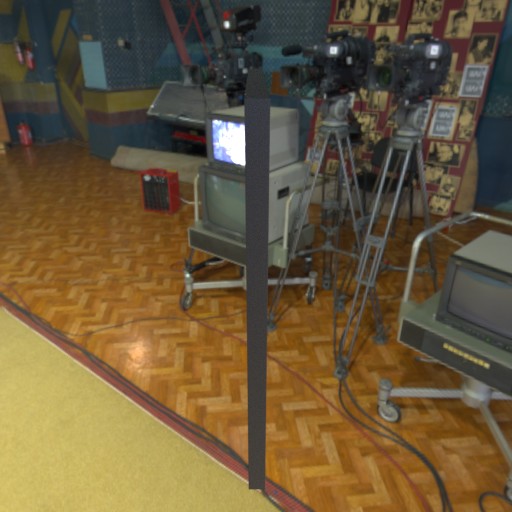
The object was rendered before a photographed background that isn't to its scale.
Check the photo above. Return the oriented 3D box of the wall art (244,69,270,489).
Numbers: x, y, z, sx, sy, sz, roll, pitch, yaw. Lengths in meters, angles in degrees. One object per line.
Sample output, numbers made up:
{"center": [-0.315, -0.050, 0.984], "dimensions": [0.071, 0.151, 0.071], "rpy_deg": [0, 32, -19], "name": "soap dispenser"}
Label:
{"center": [0.000, 0.000, 0.533], "dimensions": [0.018, 0.397, 0.325], "rpy_deg": [0, 26, 0], "name": "wall art"}
